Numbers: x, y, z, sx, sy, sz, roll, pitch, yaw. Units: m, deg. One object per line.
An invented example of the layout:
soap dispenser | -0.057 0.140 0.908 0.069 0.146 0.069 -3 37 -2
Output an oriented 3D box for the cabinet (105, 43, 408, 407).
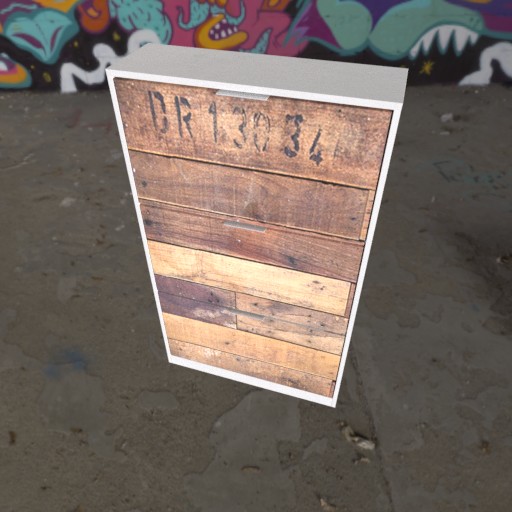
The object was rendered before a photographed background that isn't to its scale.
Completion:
cabinet | 0.000 0.000 1.566 0.750 1.280 0.250 12 43 13
